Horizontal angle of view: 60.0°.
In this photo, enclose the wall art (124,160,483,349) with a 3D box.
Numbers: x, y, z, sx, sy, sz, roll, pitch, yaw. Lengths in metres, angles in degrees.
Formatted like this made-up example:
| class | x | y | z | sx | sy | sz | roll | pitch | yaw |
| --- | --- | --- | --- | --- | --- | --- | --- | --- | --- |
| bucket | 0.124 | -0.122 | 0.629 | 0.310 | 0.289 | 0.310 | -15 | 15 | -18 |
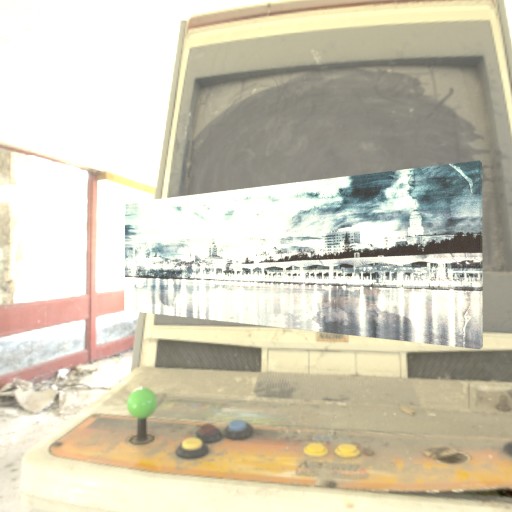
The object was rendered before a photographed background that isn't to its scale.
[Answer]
| class | x | y | z | sx | sy | sz | roll | pitch | yaw |
| --- | --- | --- | --- | --- | --- | --- | --- | --- | --- |
| wall art | 0.000 | 0.000 | 1.658 | 1.524 | 0.509 | 0.037 | 0 | -1 | 37 |
